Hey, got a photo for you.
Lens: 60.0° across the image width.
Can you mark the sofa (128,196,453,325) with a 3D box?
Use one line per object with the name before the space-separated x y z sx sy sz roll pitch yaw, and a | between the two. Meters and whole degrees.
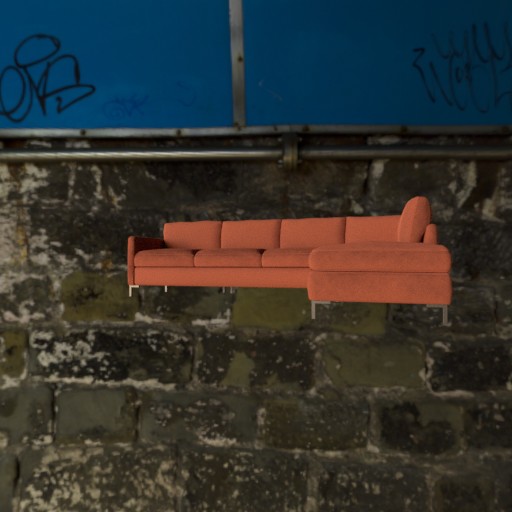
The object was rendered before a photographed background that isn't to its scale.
sofa | 0.000 0.000 3.598 2.736 0.757 1.879 0 -1 17
